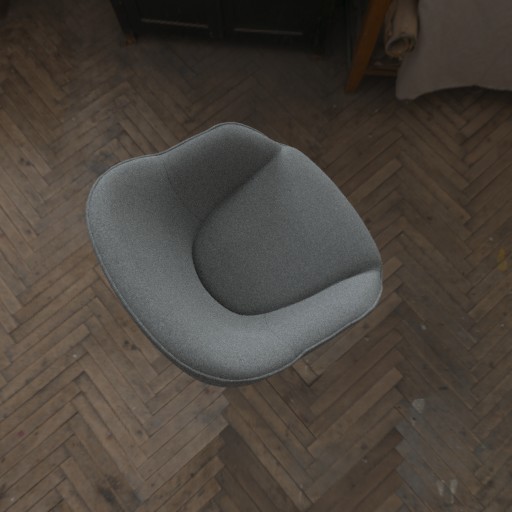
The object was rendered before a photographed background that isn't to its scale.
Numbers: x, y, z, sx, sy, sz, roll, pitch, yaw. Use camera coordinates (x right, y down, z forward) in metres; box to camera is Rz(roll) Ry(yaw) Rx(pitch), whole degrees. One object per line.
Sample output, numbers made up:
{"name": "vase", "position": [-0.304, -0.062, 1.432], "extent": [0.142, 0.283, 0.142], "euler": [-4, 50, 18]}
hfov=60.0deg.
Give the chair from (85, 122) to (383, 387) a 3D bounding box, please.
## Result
{"name": "chair", "position": [0.000, 0.000, 1.212], "extent": [0.611, 0.810, 0.589], "euler": [-34, 78, -8]}
